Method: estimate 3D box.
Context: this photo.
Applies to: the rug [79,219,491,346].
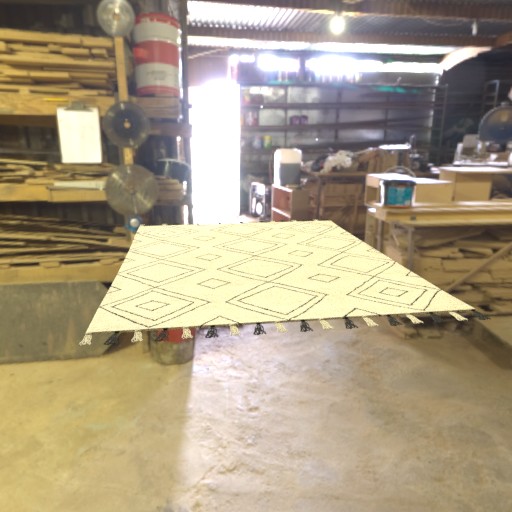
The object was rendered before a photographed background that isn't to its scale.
[{"bbox_3d":[0.000,0.000,3.994,2.342,0.026,3.221,-2,16,-8],"label":"rug"}]
